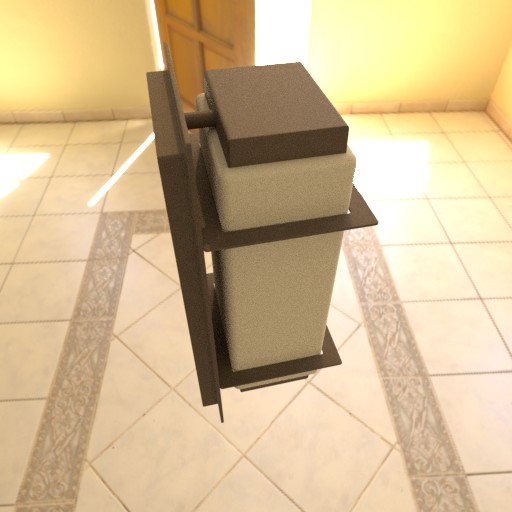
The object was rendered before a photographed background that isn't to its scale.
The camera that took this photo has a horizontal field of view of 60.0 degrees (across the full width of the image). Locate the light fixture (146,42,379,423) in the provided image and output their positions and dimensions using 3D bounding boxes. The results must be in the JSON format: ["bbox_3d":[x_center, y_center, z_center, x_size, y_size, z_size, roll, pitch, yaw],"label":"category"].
[{"bbox_3d":[0.000,0.000,0.423,0.146,0.347,0.153,-9,46,-9],"label":"light fixture"}]
